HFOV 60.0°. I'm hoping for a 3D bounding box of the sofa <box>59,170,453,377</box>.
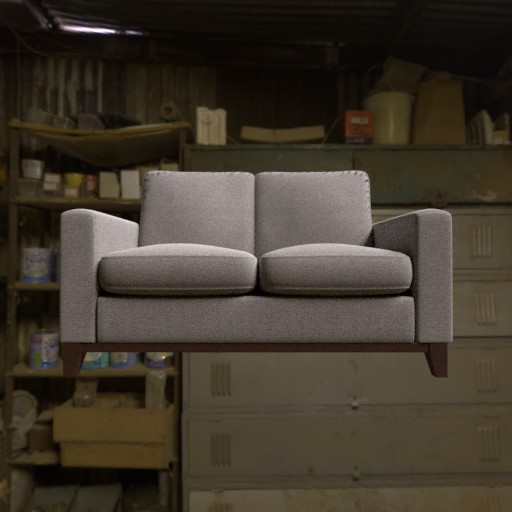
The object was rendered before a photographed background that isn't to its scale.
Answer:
[{"bbox_3d":[0.000,0.000,2.008,1.420,0.873,0.917,0,0,0],"label":"sofa"}]
